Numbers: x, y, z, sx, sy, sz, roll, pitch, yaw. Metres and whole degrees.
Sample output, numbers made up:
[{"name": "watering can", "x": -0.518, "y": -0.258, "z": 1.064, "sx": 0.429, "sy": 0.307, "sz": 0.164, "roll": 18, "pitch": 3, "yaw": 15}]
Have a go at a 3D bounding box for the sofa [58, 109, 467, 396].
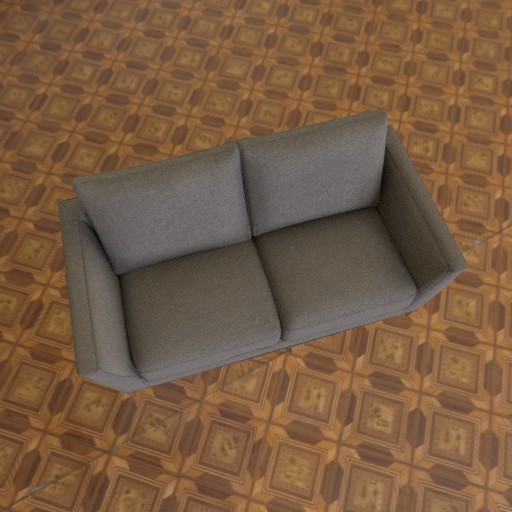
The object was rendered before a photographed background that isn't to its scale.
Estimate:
[{"name": "sofa", "x": 0.000, "y": 0.000, "z": 2.080, "sx": 1.594, "sy": 0.924, "sz": 0.803, "roll": -15, "pitch": 65, "yaw": -7}]
